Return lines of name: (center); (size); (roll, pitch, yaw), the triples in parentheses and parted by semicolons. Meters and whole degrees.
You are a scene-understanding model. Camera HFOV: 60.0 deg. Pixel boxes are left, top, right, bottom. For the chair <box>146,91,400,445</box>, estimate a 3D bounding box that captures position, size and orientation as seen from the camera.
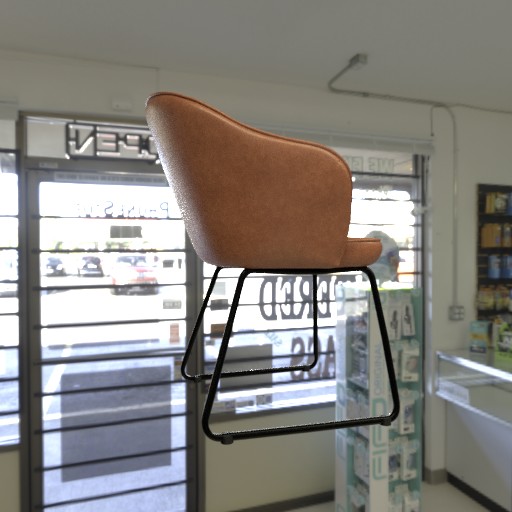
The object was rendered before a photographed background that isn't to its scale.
chair: (0.000, 0.000, 1.203); (0.580, 0.785, 0.582); (0, 1, -16)
